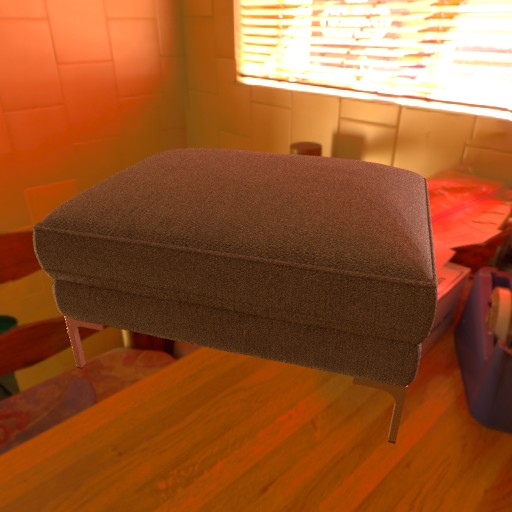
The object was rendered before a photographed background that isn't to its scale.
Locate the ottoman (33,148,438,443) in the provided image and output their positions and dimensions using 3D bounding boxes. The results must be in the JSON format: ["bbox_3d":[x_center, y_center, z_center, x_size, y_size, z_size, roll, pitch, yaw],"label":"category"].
[{"bbox_3d":[0.000,0.000,1.103,0.785,0.464,0.583,8,29,15],"label":"ottoman"}]
